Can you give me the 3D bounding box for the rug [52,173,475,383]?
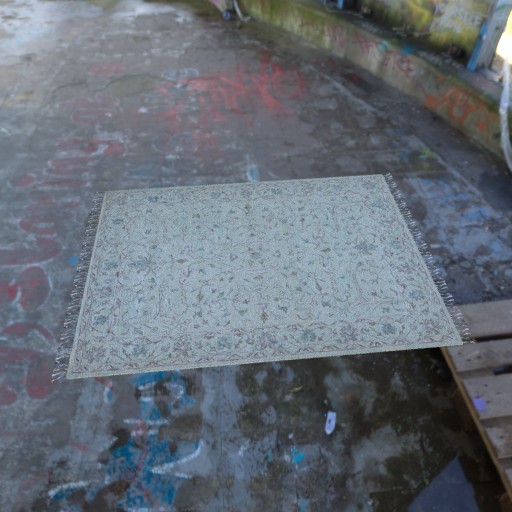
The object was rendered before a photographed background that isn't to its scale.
[{"bbox_3d":[0.000,0.000,2.280,1.802,0.008,1.247,-4,47,-4],"label":"rug"}]
